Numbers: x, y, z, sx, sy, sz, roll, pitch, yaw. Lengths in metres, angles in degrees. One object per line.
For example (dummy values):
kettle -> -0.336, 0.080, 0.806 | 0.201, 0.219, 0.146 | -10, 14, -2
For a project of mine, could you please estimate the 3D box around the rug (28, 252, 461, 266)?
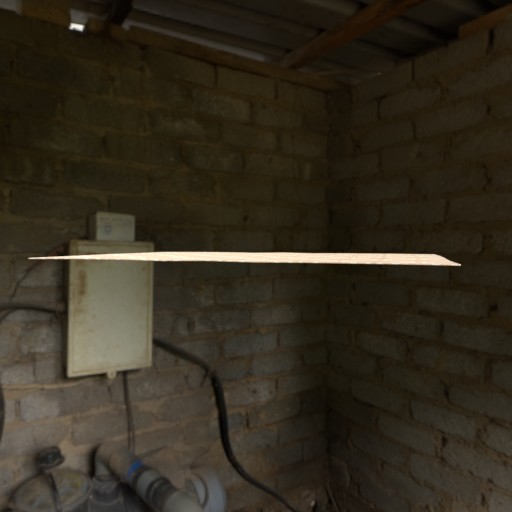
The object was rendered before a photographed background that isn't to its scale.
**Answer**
rug -> 0.000, 0.000, 2.208 | 1.745, 0.010, 1.146 | 1, 2, 18
